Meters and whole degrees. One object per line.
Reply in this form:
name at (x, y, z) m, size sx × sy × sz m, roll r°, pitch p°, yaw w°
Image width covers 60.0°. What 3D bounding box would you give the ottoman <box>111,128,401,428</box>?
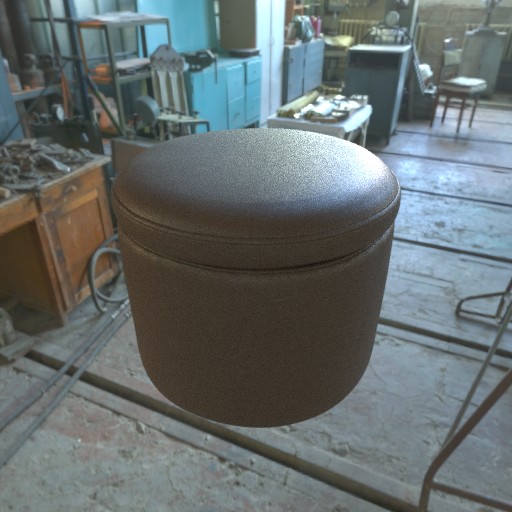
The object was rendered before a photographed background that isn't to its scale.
ottoman at (0.000, 0.000, 0.870) m, size 0.500 × 0.409 × 0.500 m, roll 0°, pitch 31°, yaw 0°
